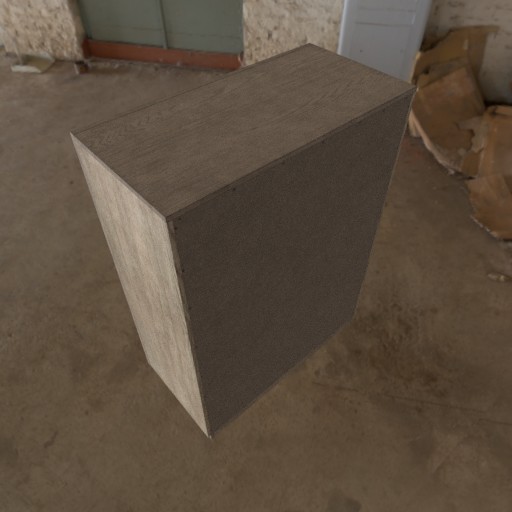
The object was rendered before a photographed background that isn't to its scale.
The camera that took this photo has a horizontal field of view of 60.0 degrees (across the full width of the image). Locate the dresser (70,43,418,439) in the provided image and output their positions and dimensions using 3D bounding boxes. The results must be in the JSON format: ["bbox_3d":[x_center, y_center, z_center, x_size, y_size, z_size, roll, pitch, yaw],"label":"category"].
[{"bbox_3d":[0.000,0.000,1.803,0.967,1.295,0.483,-33,54,-27],"label":"dresser"}]
